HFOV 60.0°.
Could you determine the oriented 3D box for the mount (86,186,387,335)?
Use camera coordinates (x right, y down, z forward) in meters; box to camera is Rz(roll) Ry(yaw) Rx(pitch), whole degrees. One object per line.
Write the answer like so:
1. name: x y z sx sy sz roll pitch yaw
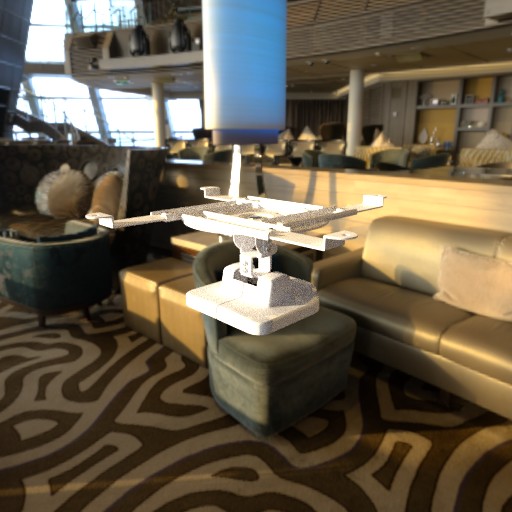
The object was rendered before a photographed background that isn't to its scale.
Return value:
1. mount: 0.000 0.000 0.600 0.394 0.141 0.394 -15 21 -43
